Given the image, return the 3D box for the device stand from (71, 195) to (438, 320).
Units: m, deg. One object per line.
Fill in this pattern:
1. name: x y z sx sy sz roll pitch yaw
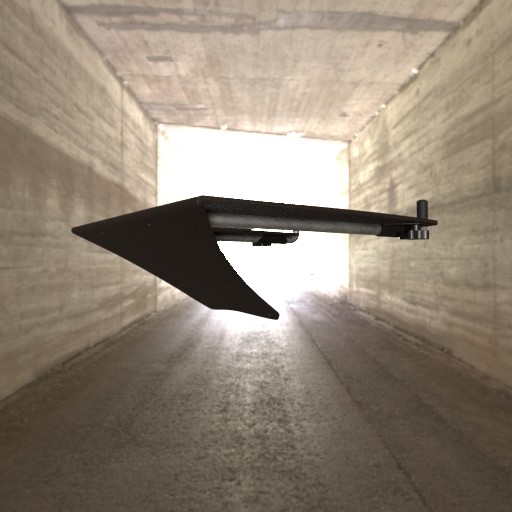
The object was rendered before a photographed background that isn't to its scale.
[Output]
1. device stand: 0.000 0.000 0.359 0.230 0.092 0.230 1 -1 -36
